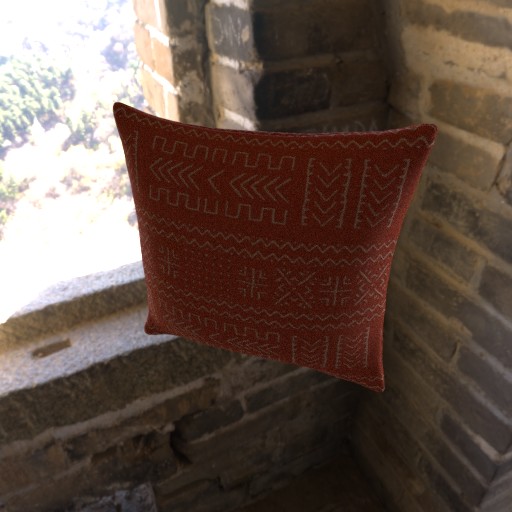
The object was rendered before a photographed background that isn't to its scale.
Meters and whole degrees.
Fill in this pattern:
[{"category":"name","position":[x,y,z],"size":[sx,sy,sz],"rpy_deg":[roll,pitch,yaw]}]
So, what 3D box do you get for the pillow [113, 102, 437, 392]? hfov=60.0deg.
[{"category":"pillow","position":[0.000,0.000,0.670],"size":[0.438,0.429,0.164],"rpy_deg":[10,32,16]}]
